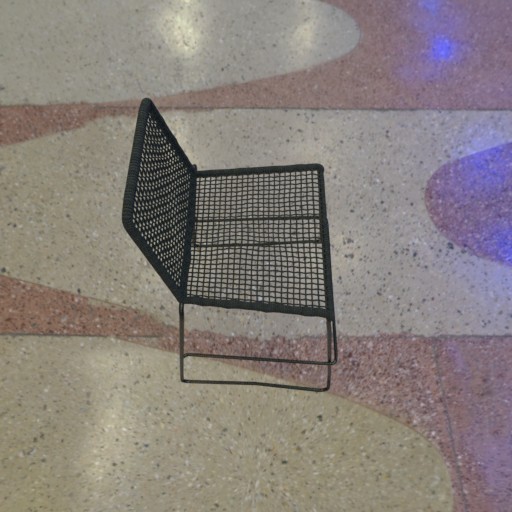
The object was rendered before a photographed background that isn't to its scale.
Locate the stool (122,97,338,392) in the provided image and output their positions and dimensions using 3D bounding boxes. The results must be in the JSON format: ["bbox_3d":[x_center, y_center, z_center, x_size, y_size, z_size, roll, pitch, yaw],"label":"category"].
[{"bbox_3d":[0.000,0.000,1.245,0.509,0.905,0.590,1,64,0],"label":"stool"}]
